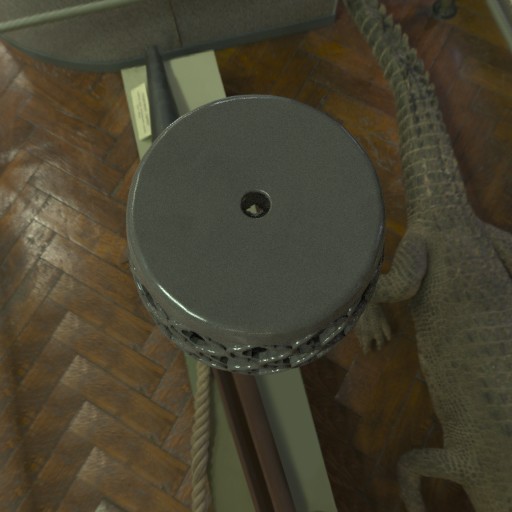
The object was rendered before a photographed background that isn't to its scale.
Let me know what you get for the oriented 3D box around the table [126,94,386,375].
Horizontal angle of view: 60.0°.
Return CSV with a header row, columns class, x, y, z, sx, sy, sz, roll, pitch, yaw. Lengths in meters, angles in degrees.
class,x,y,z,sx,sy,sz,roll,pitch,yaw
table,0.000,0.000,0.627,0.325,0.388,0.325,0,74,0
